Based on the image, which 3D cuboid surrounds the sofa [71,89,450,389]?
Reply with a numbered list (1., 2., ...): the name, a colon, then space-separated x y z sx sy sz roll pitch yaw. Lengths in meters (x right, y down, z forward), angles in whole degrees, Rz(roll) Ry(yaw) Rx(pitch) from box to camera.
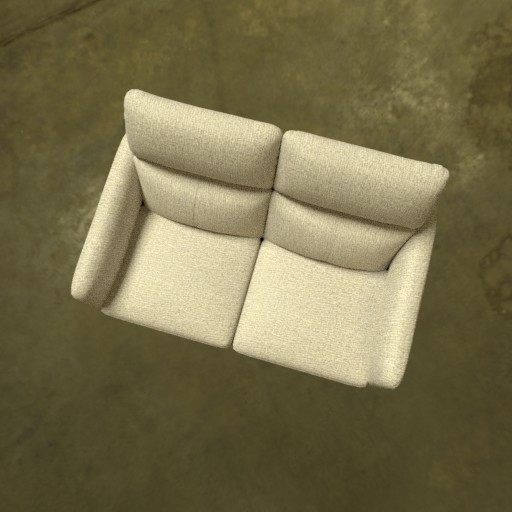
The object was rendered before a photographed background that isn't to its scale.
1. sofa: 0.000 0.000 2.100 1.540 0.950 0.905 15 76 4
